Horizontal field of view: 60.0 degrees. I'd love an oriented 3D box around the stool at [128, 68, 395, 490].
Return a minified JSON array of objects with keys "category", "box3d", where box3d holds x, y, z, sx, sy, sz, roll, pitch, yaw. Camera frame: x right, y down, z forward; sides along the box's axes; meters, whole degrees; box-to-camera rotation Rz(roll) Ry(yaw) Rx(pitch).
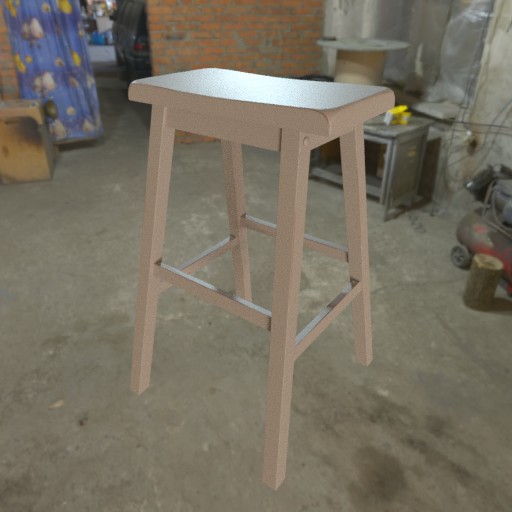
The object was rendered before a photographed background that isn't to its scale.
[{"category":"stool","box3d":[0.000,0.000,1.006,0.457,0.737,0.476,21,36,31]}]
